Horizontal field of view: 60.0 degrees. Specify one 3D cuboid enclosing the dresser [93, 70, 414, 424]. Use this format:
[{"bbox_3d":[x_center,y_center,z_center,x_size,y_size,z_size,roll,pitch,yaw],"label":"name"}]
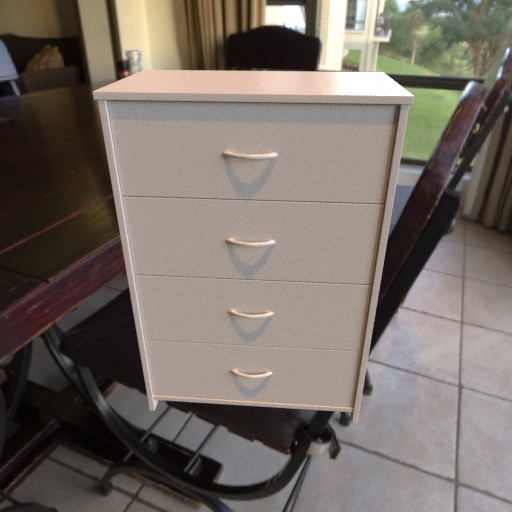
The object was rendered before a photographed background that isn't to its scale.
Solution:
[{"bbox_3d":[0.000,0.000,1.378,0.704,1.021,0.401,2,30,4],"label":"dresser"}]
